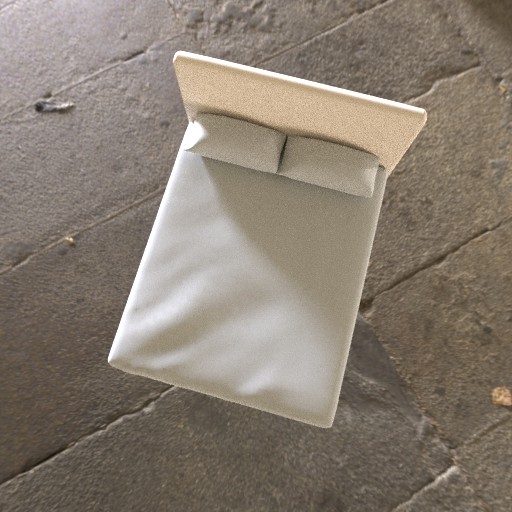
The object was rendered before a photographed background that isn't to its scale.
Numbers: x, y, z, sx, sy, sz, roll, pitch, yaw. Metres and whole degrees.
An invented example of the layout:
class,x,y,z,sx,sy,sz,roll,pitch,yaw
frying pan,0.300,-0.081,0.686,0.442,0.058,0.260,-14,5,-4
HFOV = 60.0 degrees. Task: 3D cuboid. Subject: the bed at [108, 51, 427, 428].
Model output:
class,x,y,z,sx,sy,sz,roll,pitch,yaw
bed,0.000,0.000,3.241,1.748,1.330,2.142,15,77,4
